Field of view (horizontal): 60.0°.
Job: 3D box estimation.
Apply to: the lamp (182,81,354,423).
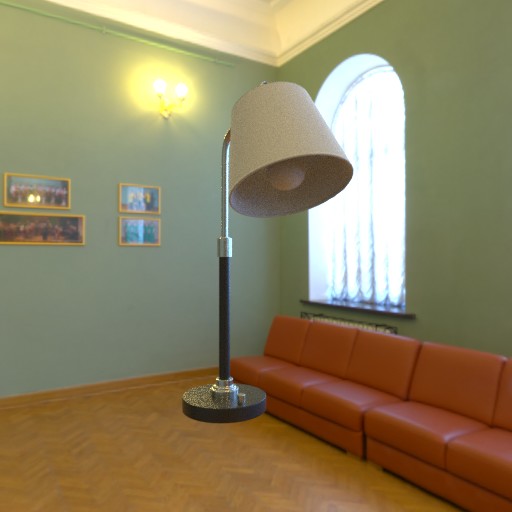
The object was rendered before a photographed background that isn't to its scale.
[{"bbox_3d":[0.000,0.000,0.705,0.181,0.539,0.348,0,-1,-34],"label":"lamp"}]
